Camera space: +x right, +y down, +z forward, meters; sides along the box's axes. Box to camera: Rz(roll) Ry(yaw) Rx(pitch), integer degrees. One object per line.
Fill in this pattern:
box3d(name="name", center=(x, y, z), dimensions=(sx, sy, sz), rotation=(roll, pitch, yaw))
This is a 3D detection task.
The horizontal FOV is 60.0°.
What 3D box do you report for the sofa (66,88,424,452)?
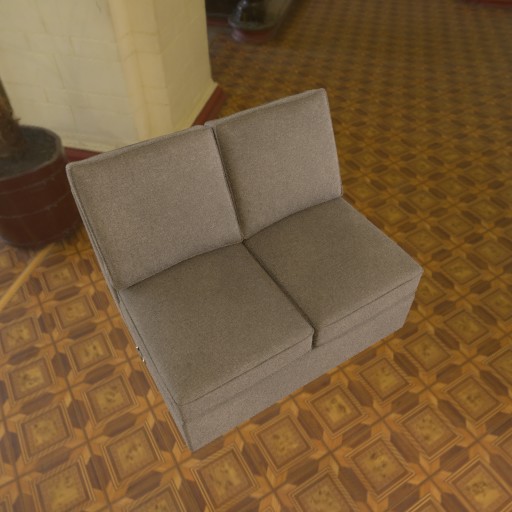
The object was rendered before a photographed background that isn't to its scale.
box3d(name="sofa", center=(0.000, 0.000, 2.006), dimensions=(1.237, 1.008, 0.951), rotation=(-24, 51, -21))
